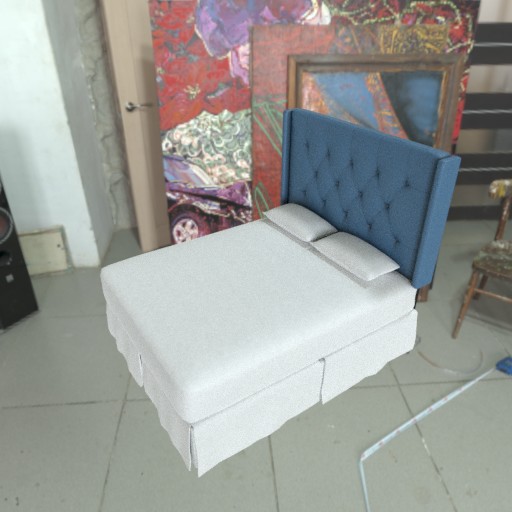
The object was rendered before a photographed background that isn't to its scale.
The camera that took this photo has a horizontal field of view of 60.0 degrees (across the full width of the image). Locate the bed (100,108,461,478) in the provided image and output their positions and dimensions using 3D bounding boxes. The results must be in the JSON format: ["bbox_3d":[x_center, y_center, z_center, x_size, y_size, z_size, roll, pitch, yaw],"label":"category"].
[{"bbox_3d":[0.000,0.000,3.370,2.078,1.665,1.719,-19,36,-28],"label":"bed"}]
